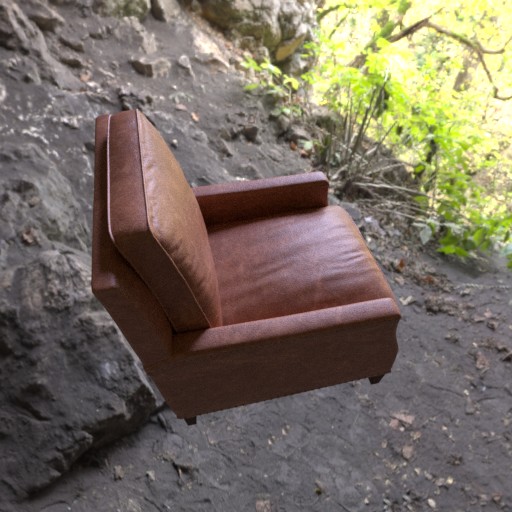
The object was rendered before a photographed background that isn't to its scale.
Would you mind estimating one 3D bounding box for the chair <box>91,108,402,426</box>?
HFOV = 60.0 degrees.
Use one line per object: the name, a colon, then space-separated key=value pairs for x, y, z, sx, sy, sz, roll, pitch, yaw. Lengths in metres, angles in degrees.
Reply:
chair: x=0.000 y=0.000 z=1.774 sx=1.035 sy=1.054 sz=0.854 roll=-10 pitch=48 yaw=-9
